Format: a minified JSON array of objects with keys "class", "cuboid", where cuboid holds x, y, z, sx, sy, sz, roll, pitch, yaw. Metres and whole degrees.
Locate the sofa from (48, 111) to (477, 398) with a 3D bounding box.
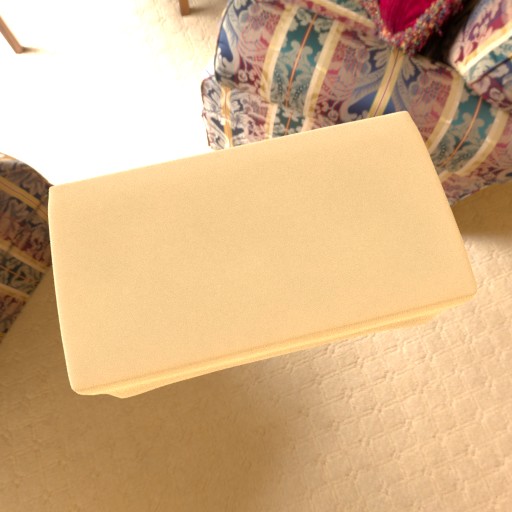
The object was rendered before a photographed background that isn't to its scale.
[{"class":"sofa","cuboid":[0.000,0.000,2.048,1.677,0.552,0.939,-13,74,-4]}]
